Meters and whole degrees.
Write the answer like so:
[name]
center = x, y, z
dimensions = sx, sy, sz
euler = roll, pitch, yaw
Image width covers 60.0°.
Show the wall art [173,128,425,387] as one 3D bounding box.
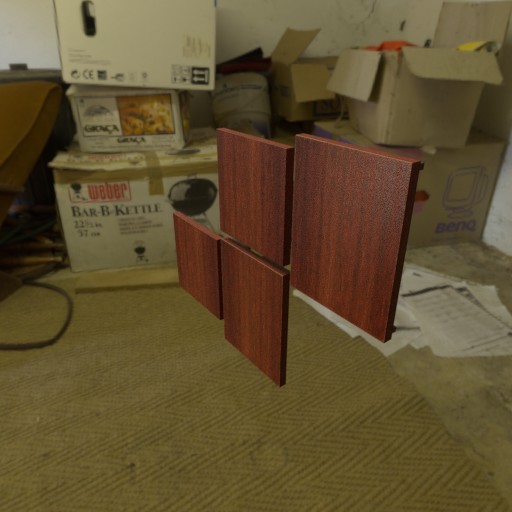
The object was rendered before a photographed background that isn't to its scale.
[wall art]
center = 0.000, 0.000, 0.849
dimensions = 0.030, 0.497, 0.635
euler = -18, 32, -32
